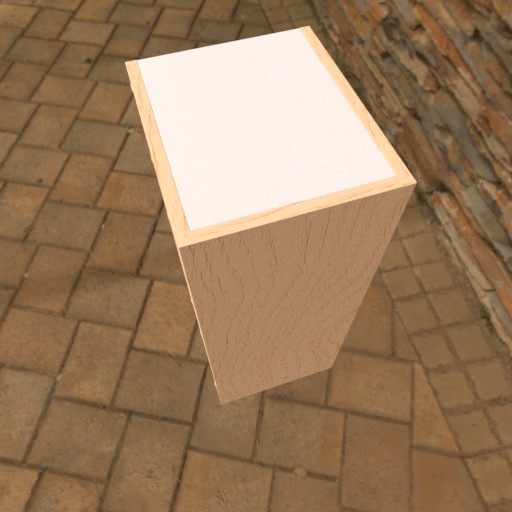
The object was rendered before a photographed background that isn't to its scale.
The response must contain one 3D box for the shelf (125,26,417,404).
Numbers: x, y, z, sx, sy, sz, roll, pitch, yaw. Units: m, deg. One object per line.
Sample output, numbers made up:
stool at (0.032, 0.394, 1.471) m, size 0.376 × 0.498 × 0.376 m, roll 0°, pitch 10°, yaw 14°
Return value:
shelf at (0.000, 0.000, 0.755) m, size 0.250 × 0.600 × 0.290 m, roll -16°, pitch 60°, yaw -10°
